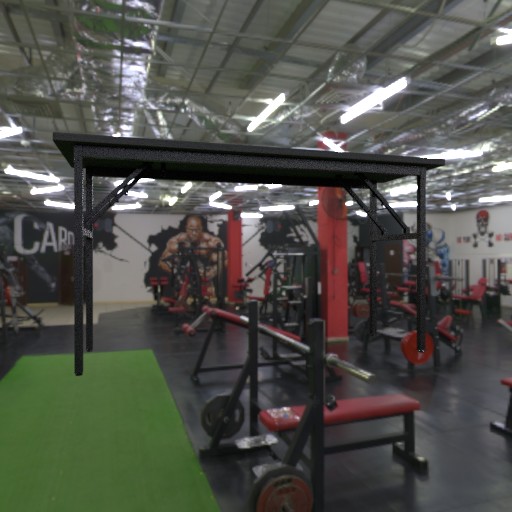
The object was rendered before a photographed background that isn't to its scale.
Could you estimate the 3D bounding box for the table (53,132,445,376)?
[{"bbox_3d":[0.000,0.000,1.739,1.399,0.750,0.449,0,0,-16],"label":"table"}]
